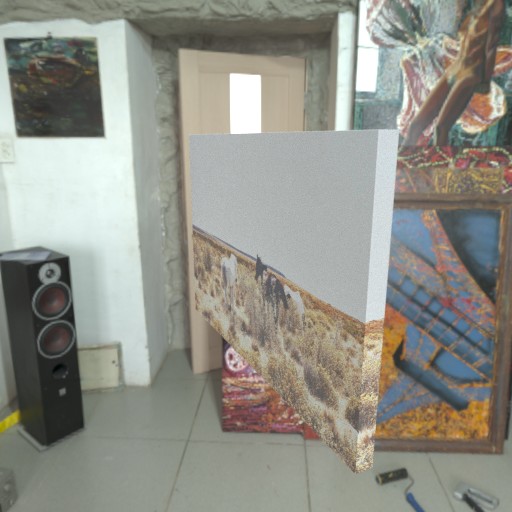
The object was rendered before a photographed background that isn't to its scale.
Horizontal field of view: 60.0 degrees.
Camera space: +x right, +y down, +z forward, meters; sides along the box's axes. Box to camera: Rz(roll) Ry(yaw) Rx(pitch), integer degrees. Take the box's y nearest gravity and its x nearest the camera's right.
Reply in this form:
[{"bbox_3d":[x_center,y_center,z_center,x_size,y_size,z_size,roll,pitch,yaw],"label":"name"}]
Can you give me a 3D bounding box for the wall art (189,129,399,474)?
[{"bbox_3d":[0.000,0.000,1.424,0.051,0.761,1.138,-7,16,-25],"label":"wall art"}]
